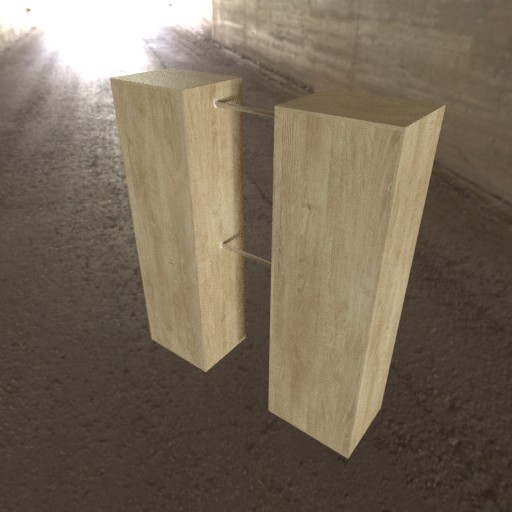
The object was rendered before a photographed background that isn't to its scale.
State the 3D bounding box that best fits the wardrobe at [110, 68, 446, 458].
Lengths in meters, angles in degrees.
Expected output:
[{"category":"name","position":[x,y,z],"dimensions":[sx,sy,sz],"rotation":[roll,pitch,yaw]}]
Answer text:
[{"category":"wardrobe","position":[0.000,0.000,2.797],"dimensions":[1.770,2.000,0.480],"rotation":[21,37,31]}]
